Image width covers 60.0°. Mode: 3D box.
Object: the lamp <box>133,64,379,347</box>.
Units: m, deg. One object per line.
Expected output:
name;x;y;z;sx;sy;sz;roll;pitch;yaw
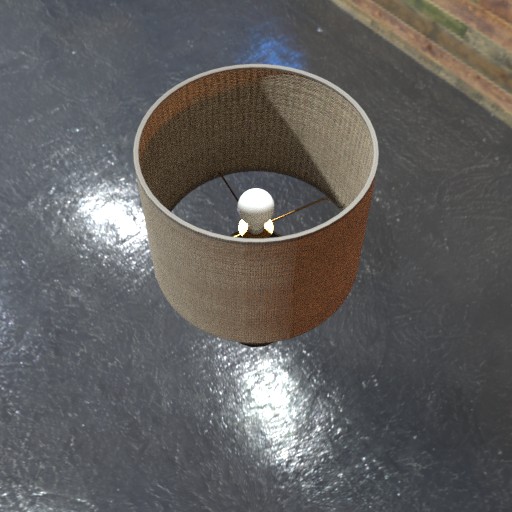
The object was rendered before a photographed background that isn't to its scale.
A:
lamp;0.000;0.000;0.845;0.376;0.594;0.376;0;59;0
